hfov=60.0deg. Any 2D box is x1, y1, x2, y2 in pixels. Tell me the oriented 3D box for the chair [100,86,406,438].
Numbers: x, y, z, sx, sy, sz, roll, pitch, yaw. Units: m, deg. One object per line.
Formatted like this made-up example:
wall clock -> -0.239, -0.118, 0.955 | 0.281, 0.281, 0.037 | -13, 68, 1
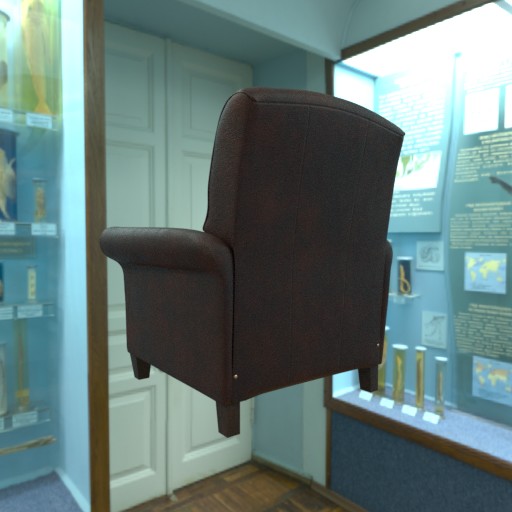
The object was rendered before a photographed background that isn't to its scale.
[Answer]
chair -> 0.000, 0.000, 1.788 | 0.978, 1.061, 0.902 | -1, 2, -37
